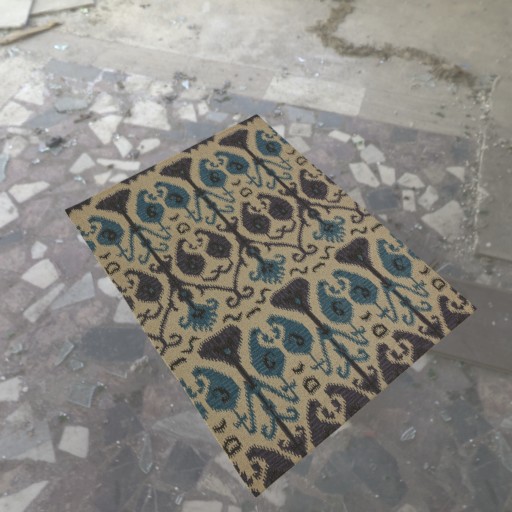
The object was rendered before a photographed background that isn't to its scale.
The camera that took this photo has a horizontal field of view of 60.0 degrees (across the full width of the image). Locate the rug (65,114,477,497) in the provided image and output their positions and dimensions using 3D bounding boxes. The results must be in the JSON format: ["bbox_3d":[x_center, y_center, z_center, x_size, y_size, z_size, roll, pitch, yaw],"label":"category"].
[{"bbox_3d":[0.000,0.000,4.188,2.443,0.024,3.228,-32,63,-19],"label":"rug"}]
